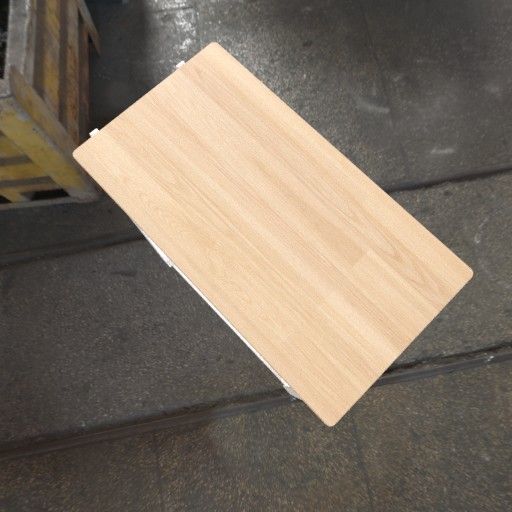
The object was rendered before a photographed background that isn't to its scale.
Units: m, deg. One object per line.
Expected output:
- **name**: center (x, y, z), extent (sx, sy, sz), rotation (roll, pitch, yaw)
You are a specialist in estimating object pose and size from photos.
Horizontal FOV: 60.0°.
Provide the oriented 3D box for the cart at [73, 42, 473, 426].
- **cart**: center (0.000, 0.000, 1.449), extent (0.457, 0.927, 0.899), rotation (-43, 79, -11)
